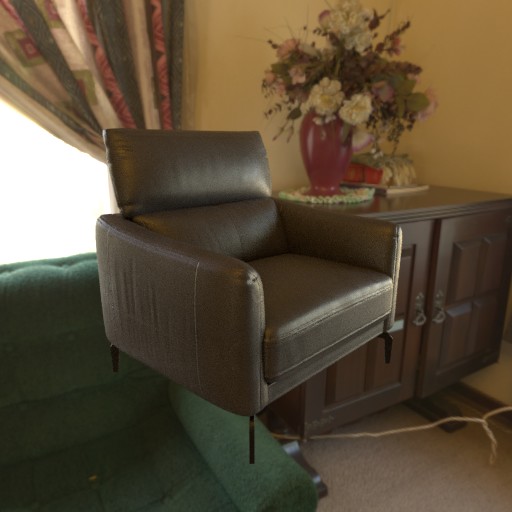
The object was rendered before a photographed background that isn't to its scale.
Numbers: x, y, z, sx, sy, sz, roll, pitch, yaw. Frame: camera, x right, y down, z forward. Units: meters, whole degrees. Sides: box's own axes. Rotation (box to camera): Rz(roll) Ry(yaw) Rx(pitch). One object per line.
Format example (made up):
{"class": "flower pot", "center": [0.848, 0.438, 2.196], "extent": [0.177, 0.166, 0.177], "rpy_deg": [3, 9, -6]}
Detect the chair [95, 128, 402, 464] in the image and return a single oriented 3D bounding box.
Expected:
{"class": "chair", "center": [0.000, 0.000, 1.702], "extent": [0.809, 0.949, 0.976], "rpy_deg": [13, 20, 42]}
